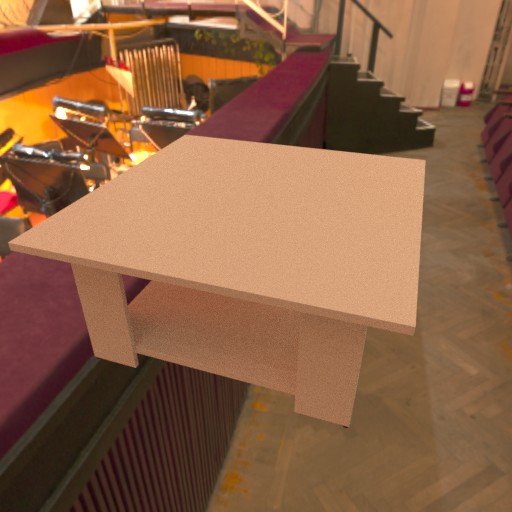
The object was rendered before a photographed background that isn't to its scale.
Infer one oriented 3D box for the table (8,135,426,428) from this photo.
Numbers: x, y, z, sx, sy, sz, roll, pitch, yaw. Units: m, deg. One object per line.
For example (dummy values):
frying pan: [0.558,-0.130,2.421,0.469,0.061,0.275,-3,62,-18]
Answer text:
table: [0.000,0.000,1.019,0.670,0.305,0.670,10,33,16]
